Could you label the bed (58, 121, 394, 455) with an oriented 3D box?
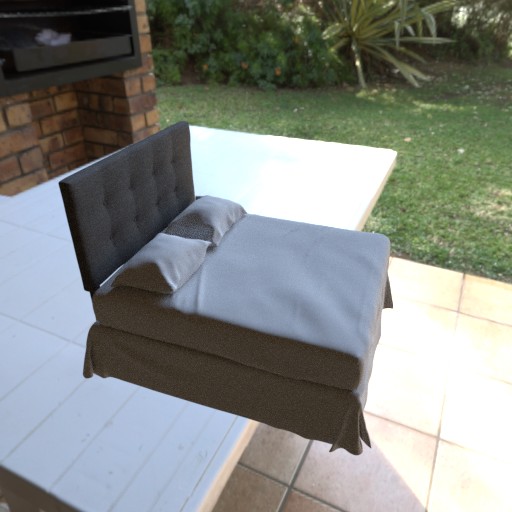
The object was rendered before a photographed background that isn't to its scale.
[{"bbox_3d":[0.000,0.000,3.511,2.222,1.577,1.936,11,32,17],"label":"bed"}]
